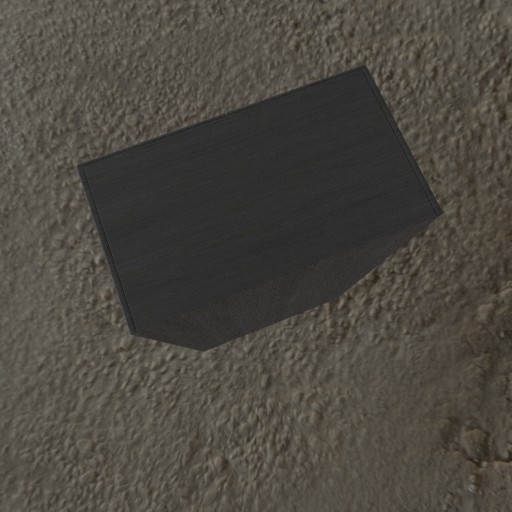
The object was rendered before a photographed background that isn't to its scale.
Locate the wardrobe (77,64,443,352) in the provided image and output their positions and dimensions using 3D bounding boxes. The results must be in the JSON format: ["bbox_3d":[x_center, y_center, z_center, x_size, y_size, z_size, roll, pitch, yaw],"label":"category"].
[{"bbox_3d":[0.000,0.000,2.237,0.991,1.808,0.577,-21,77,-5],"label":"wardrobe"}]
